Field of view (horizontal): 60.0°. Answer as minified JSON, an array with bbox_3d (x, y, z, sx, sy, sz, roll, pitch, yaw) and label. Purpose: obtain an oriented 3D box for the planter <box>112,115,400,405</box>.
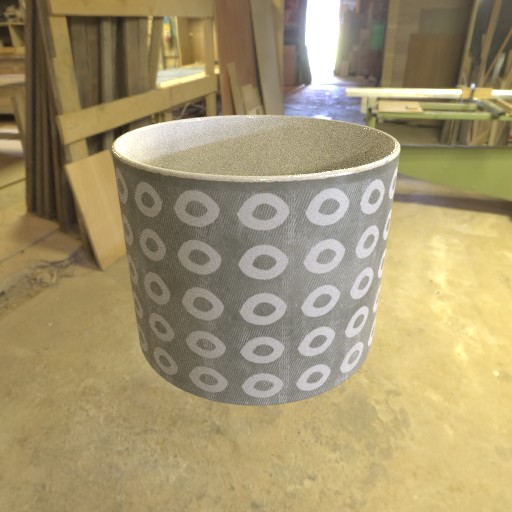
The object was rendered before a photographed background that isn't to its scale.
[{"bbox_3d":[0.000,0.000,0.452,0.250,0.239,0.250,0,27,0],"label":"planter"}]
